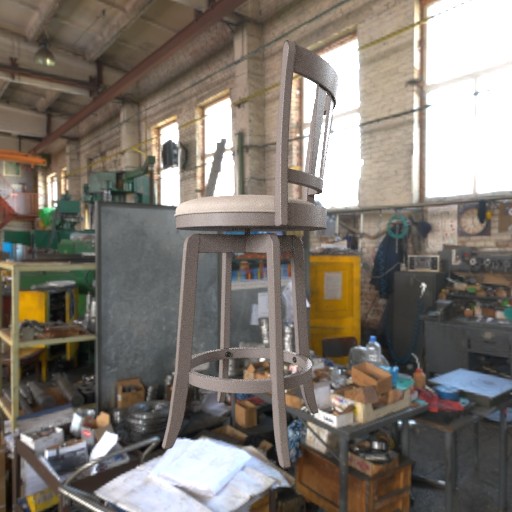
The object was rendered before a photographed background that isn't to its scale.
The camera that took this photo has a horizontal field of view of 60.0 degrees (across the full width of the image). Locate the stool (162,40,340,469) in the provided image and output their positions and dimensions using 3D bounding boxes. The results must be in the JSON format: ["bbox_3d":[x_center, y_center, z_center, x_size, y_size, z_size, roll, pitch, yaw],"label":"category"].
[{"bbox_3d":[0.000,0.000,1.294,0.475,1.023,0.436,0,1,18],"label":"stool"}]
